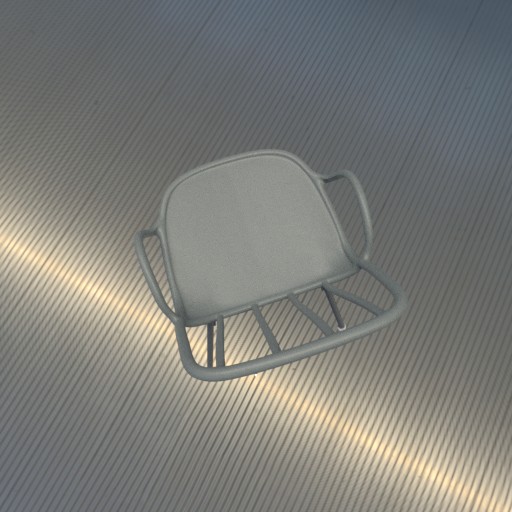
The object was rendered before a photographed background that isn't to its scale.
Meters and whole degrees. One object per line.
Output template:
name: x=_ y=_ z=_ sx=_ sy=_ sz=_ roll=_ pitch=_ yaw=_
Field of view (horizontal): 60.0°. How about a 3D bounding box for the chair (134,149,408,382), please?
chair: x=0.000 y=0.000 z=1.209 sx=0.549 sy=0.816 sz=0.597 roll=-17 pitch=76 yaw=-5
